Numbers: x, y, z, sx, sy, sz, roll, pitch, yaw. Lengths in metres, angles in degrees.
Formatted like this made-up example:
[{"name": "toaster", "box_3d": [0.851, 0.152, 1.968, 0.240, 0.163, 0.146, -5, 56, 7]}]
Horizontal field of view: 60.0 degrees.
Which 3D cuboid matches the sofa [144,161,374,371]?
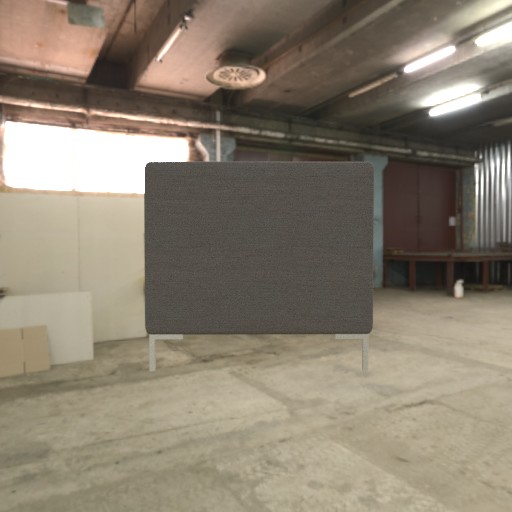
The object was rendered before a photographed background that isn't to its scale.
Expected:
[{"name": "sofa", "box_3d": [0.000, 0.000, 2.292, 0.686, 0.635, 1.981, 0, 1, -1]}]
